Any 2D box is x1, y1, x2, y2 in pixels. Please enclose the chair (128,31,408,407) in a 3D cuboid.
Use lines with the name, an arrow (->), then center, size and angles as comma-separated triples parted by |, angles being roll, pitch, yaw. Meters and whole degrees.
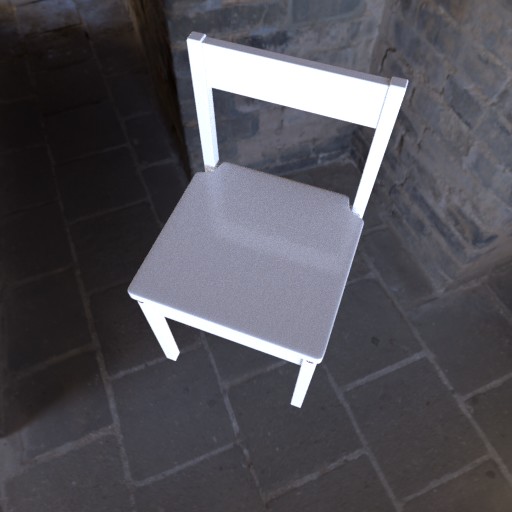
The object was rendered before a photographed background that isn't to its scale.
chair -> 0.000, 0.000, 0.892 | 0.367, 0.668, 0.361 | 18, 60, 11
